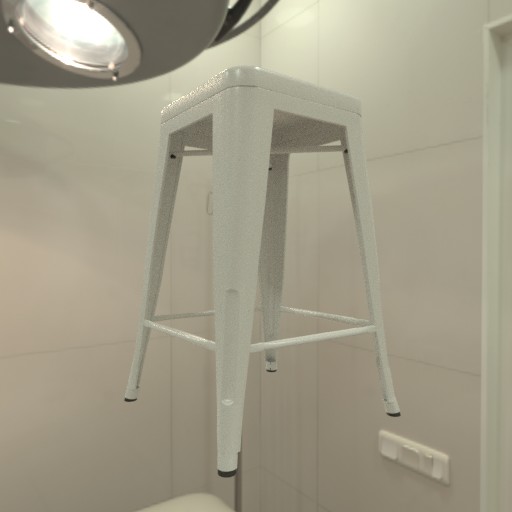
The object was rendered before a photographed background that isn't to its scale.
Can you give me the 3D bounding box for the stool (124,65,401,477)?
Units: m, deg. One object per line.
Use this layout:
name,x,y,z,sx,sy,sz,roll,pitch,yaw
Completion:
stool,0.000,0.000,0.892,0.406,0.610,0.406,-1,1,-36
